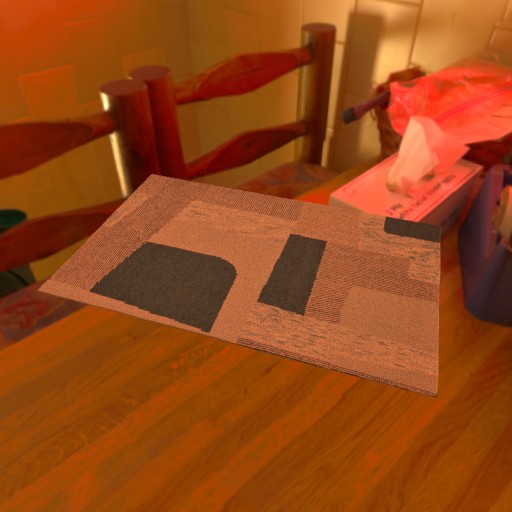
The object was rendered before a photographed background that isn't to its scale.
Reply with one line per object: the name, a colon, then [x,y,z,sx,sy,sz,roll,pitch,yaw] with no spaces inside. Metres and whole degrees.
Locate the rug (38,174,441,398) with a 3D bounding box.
rug: [0.000,0.000,3.079,2.436,0.015,1.521,12,42,14]
